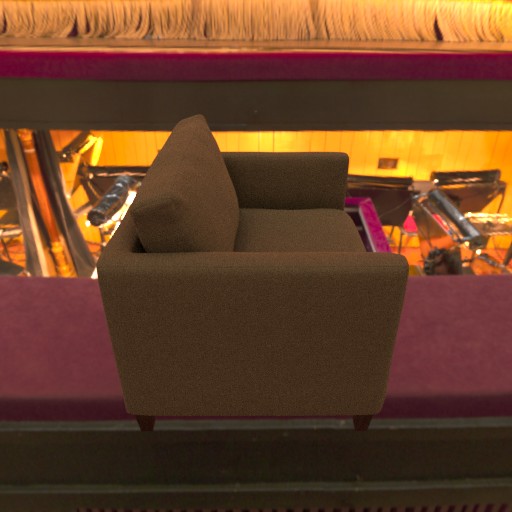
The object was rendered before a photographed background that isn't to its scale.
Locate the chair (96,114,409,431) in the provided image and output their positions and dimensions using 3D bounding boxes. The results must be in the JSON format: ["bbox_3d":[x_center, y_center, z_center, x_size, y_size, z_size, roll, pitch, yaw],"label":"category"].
[{"bbox_3d":[0.000,0.000,1.863,0.959,0.963,1.107,0,31,0],"label":"chair"}]
